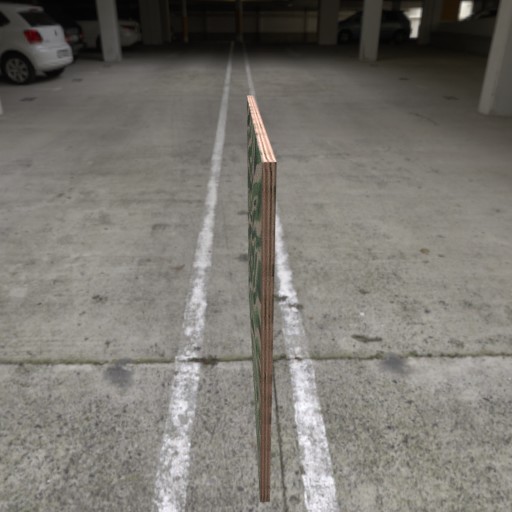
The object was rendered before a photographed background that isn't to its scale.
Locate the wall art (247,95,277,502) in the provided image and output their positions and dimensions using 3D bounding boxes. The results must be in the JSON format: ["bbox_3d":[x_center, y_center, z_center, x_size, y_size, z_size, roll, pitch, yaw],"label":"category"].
[{"bbox_3d":[0.000,0.000,0.669,0.012,0.408,0.508,-1,26,-2],"label":"wall art"}]
